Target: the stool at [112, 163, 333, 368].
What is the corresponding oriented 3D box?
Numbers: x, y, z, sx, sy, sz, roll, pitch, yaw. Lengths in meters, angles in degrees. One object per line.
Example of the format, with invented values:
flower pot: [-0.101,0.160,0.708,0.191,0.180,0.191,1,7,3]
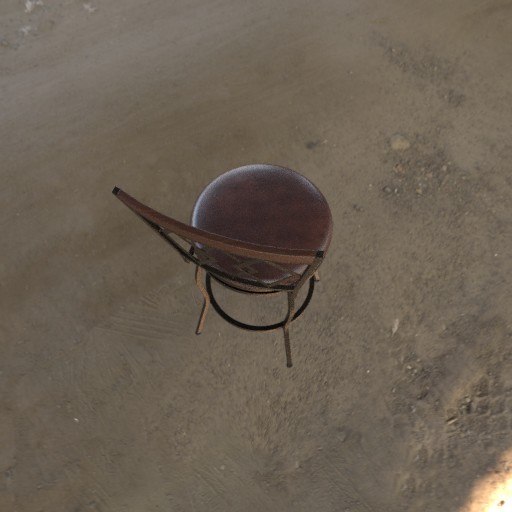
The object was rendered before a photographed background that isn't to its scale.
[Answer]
stool: [0.000,0.000,1.407,0.432,1.134,0.521,18,65,9]
